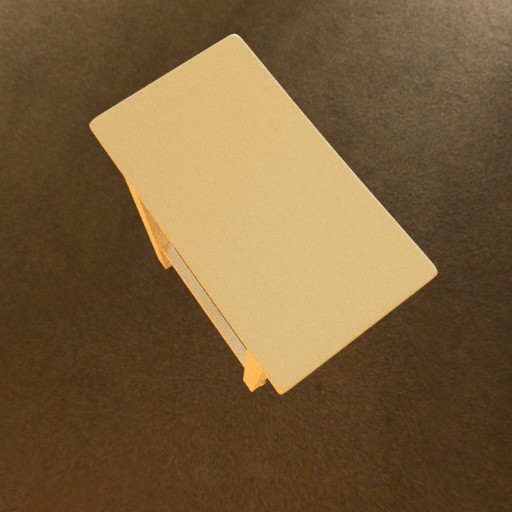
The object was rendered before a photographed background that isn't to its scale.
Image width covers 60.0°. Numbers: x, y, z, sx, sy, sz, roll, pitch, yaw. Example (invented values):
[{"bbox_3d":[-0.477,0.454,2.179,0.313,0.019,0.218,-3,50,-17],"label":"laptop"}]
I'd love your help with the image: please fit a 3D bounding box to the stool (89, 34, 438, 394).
[{"bbox_3d":[0.000,0.000,0.827,0.322,0.610,0.406,-35,79,-8],"label":"stool"}]
